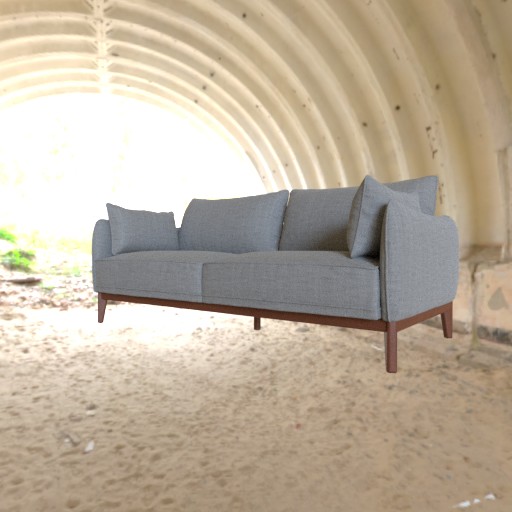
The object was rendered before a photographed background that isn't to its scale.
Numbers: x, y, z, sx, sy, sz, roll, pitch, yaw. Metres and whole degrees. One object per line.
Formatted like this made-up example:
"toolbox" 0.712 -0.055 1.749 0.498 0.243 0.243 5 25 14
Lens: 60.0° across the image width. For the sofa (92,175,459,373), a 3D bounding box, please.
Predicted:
"sofa" 0.000 0.000 2.527 1.989 0.851 0.972 1 1 37
